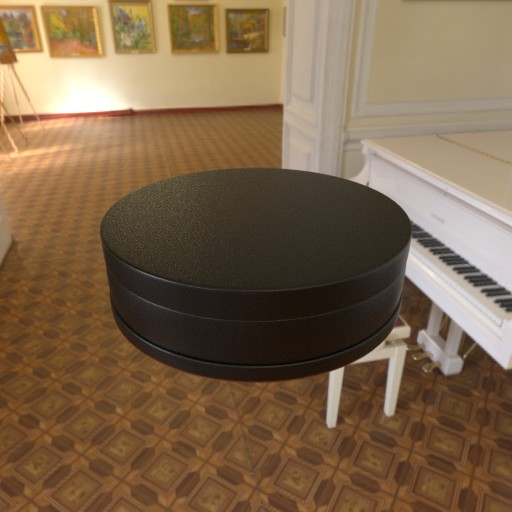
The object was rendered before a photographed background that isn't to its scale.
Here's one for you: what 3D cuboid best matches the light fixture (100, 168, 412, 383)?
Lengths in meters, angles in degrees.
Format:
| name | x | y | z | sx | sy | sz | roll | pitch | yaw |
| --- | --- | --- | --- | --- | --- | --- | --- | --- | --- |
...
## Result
| name | x | y | z | sx | sy | sz | roll | pitch | yaw |
| --- | --- | --- | --- | --- | --- | --- | --- | --- | --- |
| light fixture | 0.000 | 0.000 | 0.438 | 0.283 | 0.097 | 0.283 | 0 | 28 | 0 |
